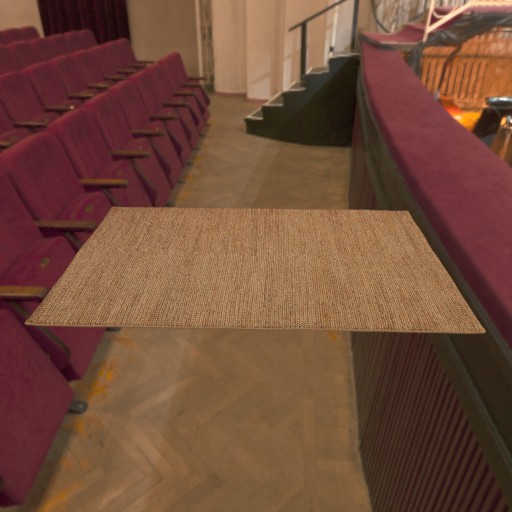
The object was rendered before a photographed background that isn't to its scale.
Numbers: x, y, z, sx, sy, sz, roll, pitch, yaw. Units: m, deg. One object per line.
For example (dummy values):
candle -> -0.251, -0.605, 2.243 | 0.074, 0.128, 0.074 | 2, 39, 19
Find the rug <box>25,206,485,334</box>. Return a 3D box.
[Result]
rug -> 0.000, 0.000, 2.991 | 2.438, 0.034, 1.521 | 1, 30, 1
